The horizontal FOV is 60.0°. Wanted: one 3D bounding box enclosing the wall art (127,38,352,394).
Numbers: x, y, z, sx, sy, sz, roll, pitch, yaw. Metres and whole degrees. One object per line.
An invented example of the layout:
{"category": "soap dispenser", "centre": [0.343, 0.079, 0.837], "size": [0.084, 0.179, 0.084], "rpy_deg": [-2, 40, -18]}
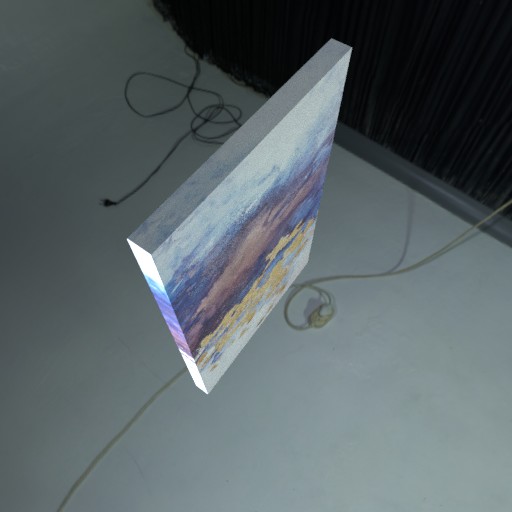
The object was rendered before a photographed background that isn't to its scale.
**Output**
{"category": "wall art", "centre": [0.000, 0.000, 1.140], "size": [0.048, 0.874, 0.583], "rpy_deg": [32, 65, 17]}
